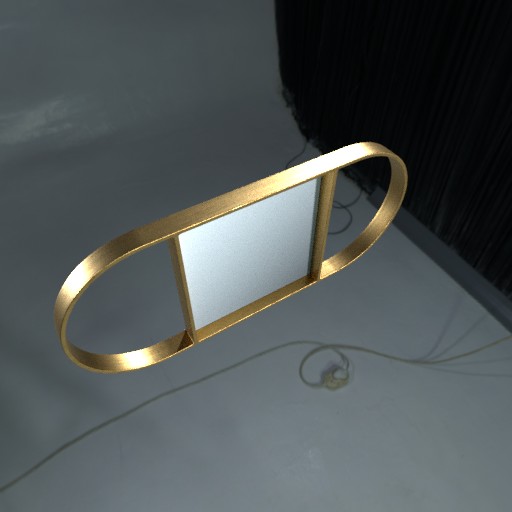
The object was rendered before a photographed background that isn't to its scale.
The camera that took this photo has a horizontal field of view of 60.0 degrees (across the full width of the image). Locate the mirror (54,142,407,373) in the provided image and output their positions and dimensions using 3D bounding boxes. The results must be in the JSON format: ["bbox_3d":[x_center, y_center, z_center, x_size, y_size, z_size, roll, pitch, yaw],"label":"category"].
[{"bbox_3d":[0.000,0.000,0.670,0.584,0.254,0.032,-25,52,-21],"label":"mirror"}]
